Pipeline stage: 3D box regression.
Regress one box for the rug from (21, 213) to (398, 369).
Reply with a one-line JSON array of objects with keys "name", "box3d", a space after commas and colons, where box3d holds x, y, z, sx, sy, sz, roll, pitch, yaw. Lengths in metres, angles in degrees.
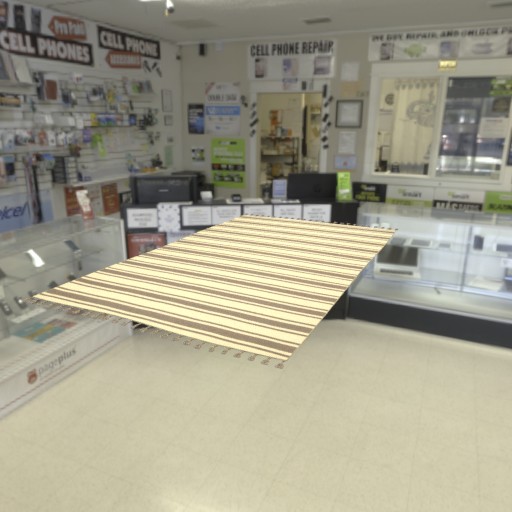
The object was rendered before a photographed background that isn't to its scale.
[{"name": "rug", "box3d": [0.000, 0.000, 2.534, 1.229, 0.011, 2.096, 8, 19, 26]}]
